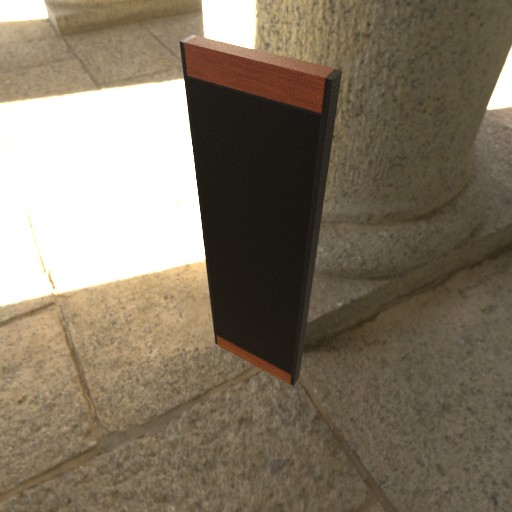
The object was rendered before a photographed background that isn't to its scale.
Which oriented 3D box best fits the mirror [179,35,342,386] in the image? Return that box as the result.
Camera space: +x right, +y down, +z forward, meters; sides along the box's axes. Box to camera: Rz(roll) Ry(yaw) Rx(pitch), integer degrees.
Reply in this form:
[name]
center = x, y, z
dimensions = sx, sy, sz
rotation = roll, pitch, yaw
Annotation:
[mirror]
center = 0.000, 0.000, 1.264
dimensions = 0.343, 1.123, 0.047
rotation = 24, 50, 21
